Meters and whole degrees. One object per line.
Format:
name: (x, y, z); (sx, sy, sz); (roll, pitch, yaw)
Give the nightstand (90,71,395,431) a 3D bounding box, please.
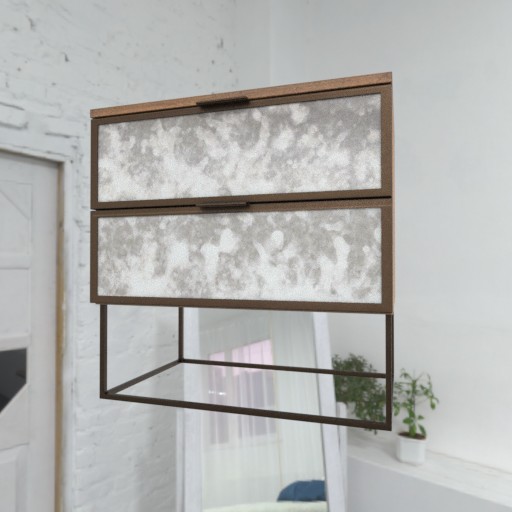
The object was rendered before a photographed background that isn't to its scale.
nightstand: (0.000, 0.000, 1.016); (0.605, 0.611, 0.427); (0, -1, 18)
